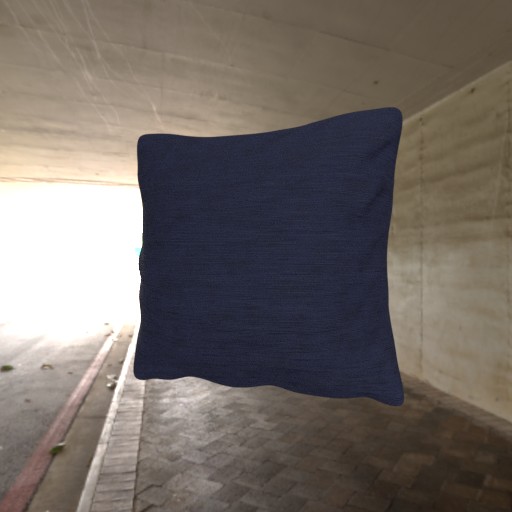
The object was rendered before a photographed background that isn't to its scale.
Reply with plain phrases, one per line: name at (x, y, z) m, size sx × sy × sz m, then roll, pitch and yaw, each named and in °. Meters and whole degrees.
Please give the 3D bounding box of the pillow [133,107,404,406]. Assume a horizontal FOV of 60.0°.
pillow at (0.000, 0.000, 0.682) m, size 0.432 × 0.414 × 0.246 m, roll 0°, pitch -1°, yaw 20°
